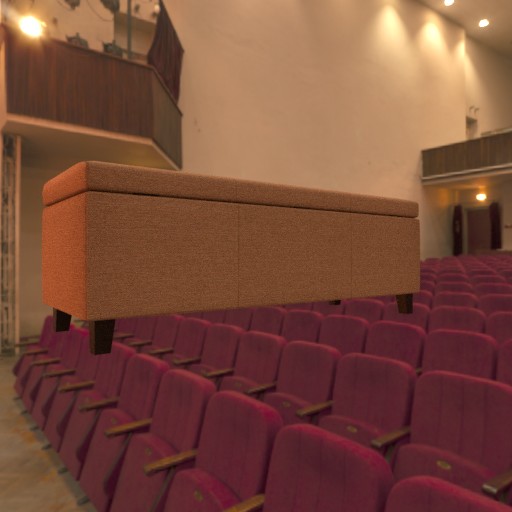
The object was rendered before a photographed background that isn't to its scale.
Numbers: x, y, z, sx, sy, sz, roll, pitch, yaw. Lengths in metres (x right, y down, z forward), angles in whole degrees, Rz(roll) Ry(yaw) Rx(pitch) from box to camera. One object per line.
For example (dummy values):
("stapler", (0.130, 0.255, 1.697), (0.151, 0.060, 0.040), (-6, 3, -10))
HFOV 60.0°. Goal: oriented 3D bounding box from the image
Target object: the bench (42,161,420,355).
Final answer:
("bench", (0.000, 0.000, 1.496), (1.269, 0.438, 0.446), (0, 0, -37))
